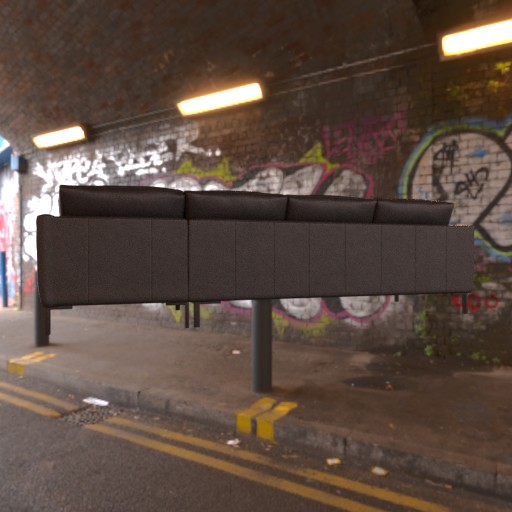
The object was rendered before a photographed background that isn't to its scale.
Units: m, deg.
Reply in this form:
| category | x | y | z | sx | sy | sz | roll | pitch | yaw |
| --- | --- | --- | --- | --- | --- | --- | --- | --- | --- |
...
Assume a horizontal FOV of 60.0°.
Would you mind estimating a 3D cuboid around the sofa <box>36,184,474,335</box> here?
| category | x | y | z | sx | sy | sz | roll | pitch | yaw |
| --- | --- | --- | --- | --- | --- | --- | --- | --- | --- |
| sofa | 0.000 | 0.000 | 3.545 | 2.993 | 0.859 | 1.471 | 0 | 0 | -18 |
